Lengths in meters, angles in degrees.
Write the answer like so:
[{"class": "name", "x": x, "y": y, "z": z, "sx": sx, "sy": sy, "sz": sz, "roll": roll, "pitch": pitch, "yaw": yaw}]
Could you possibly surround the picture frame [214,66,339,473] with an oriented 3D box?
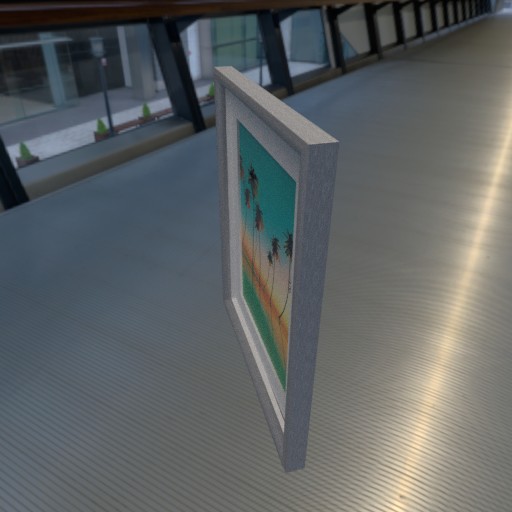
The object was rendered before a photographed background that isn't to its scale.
[{"class": "picture frame", "x": 0.000, "y": 0.000, "z": 0.537, "sx": 0.027, "sy": 0.378, "sz": 0.327, "roll": -9, "pitch": 33, "yaw": -13}]
